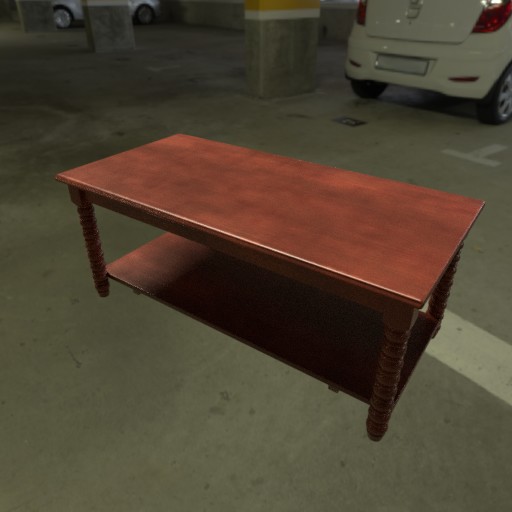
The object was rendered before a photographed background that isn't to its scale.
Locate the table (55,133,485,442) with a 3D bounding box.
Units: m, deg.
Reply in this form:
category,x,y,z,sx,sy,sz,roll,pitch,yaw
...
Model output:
category,x,y,z,sx,sy,sz,roll,pitch,yaw
table,0.000,0.000,1.448,1.171,0.485,0.580,20,37,29
